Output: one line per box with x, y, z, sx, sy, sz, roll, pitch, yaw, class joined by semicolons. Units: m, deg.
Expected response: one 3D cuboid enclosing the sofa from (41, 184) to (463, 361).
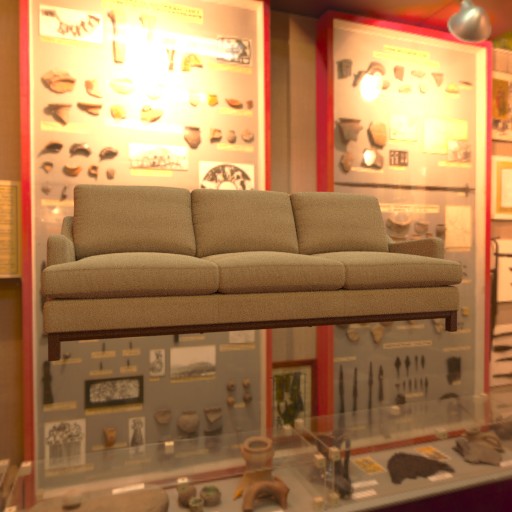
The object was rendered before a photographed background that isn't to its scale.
0.000;0.000;2.769;2.321;0.913;1.000;0;1;-18;sofa
